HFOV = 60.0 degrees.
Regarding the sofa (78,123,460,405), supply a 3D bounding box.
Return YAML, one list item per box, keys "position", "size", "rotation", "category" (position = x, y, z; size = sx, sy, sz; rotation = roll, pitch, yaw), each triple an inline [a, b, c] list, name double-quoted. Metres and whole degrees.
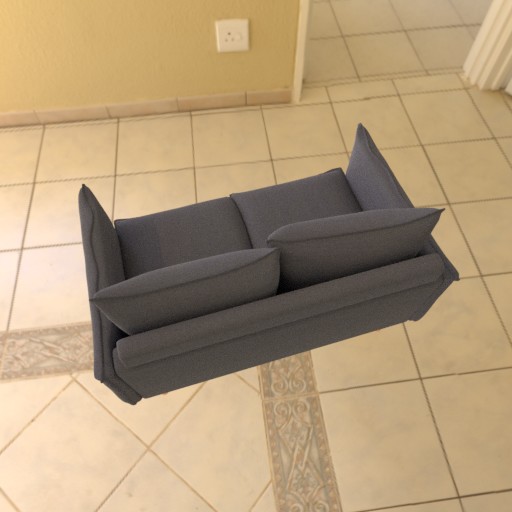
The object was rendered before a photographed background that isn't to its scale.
- position: [0.000, 0.000, 1.830]
  size: [1.300, 0.840, 0.820]
  rotation: [-14, 60, -9]
  category: "sofa"
